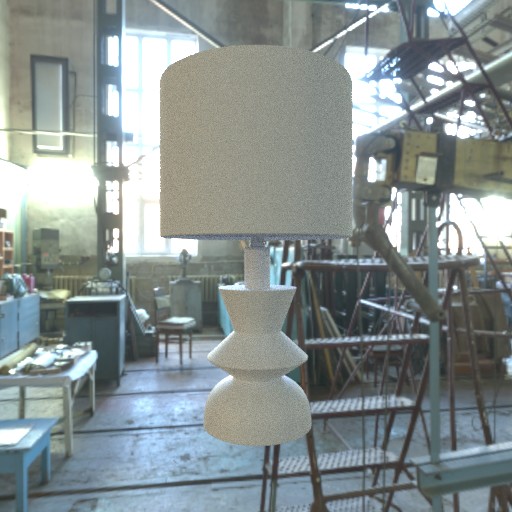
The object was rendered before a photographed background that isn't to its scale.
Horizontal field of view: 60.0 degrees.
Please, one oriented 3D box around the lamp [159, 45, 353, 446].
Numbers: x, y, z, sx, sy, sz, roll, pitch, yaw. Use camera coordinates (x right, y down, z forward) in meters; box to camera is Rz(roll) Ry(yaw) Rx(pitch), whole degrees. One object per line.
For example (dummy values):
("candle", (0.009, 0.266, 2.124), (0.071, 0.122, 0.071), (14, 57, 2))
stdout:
("lamp", (0.000, 0.000, 0.708), (0.301, 0.533, 0.301), (0, 1, 36))
